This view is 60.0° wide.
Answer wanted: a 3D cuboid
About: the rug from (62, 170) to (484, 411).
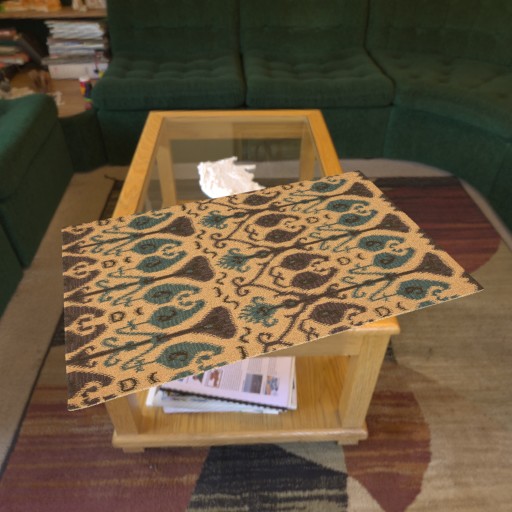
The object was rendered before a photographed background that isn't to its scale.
[{"bbox_3d":[0.000,0.000,2.057,1.698,0.013,1.072,-13,42,-15],"label":"rug"}]
